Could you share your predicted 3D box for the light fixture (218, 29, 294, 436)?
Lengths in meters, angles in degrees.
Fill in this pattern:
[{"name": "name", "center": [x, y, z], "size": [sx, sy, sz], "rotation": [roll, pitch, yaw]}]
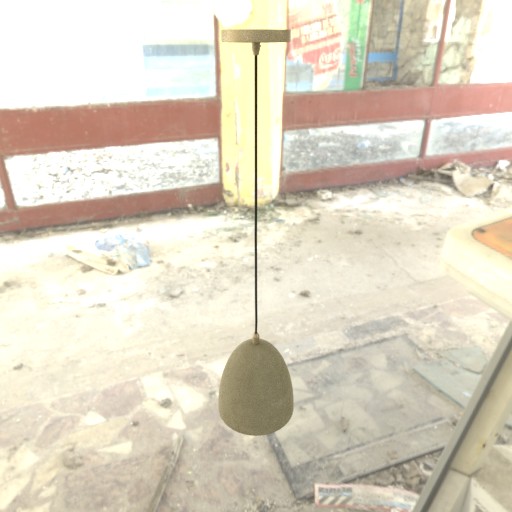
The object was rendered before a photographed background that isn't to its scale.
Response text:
[{"name": "light fixture", "center": [0.000, 0.000, 0.835], "size": [0.170, 0.759, 0.170], "rotation": [0, 27, 0]}]
